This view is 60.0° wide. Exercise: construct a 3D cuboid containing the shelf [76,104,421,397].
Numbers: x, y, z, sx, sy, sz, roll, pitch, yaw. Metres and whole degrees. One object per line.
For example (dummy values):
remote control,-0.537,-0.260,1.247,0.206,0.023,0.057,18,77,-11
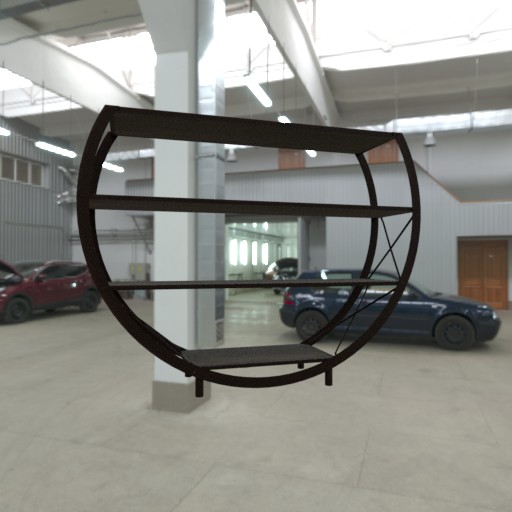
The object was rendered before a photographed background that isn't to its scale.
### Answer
shelf,0.000,0.000,1.896,1.403,1.063,0.344,0,-1,-17
